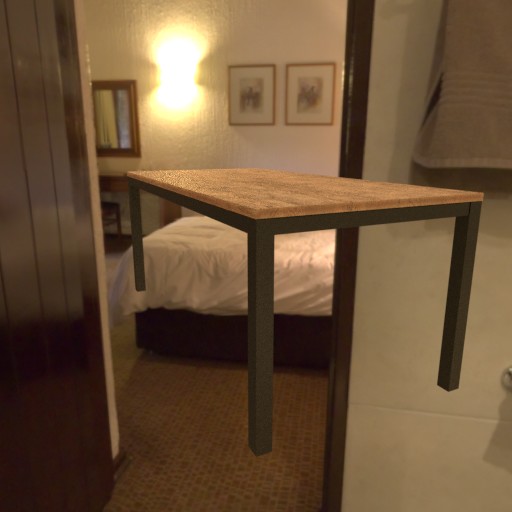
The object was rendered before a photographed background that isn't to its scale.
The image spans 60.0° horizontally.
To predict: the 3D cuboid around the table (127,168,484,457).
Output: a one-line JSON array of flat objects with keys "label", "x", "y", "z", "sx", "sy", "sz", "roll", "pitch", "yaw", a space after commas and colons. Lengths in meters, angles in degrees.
[{"label": "table", "x": 0.000, "y": 0.000, "z": 2.243, "sx": 0.893, "sy": 0.767, "sz": 1.805, "roll": -7, "pitch": 16, "yaw": -25}]
